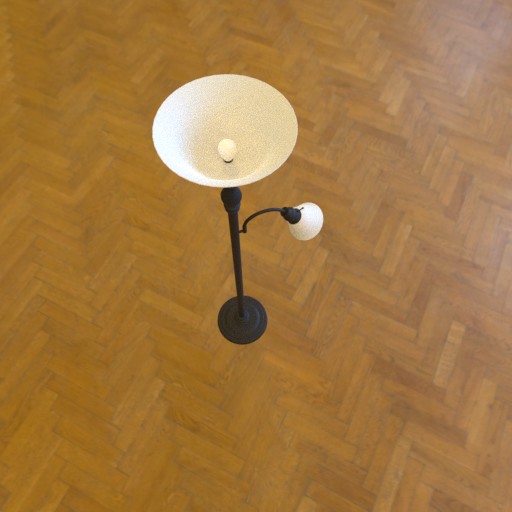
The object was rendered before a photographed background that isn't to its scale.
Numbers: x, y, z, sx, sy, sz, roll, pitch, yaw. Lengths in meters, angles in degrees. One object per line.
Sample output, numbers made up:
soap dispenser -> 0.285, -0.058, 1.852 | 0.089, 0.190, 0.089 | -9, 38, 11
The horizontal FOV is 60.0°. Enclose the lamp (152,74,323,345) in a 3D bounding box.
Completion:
lamp -> 0.000, 0.000, 2.058 | 0.588, 1.793, 0.405 | -17, 66, -8
